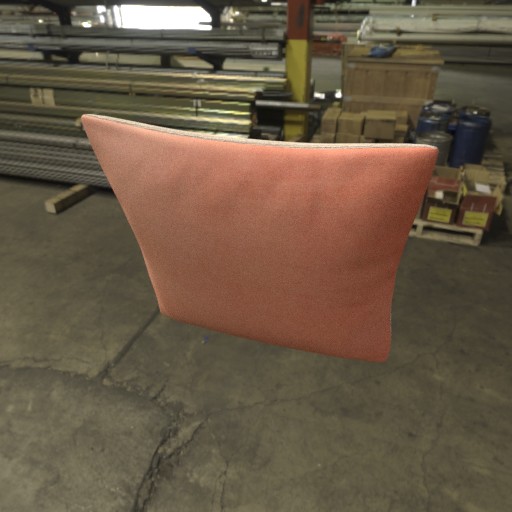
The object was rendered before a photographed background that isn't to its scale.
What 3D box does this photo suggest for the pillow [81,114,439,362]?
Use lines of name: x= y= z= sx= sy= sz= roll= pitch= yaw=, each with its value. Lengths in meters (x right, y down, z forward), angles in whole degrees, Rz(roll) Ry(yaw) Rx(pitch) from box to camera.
pillow: x=0.000 y=0.000 z=0.649 sx=0.424 sy=0.401 sz=0.177 roll=10 pitch=33 yaw=15
